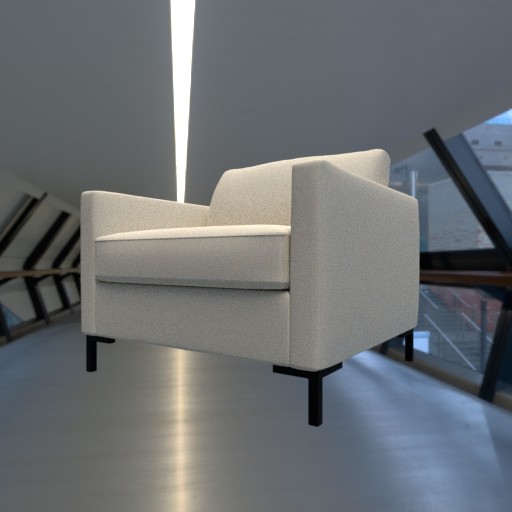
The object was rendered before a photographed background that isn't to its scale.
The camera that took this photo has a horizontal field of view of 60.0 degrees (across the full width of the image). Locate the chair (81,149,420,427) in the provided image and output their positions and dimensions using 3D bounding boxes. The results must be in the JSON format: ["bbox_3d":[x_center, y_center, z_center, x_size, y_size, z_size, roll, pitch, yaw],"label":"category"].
[{"bbox_3d":[0.000,0.000,1.617,0.964,0.806,0.875,0,0,35],"label":"chair"}]
